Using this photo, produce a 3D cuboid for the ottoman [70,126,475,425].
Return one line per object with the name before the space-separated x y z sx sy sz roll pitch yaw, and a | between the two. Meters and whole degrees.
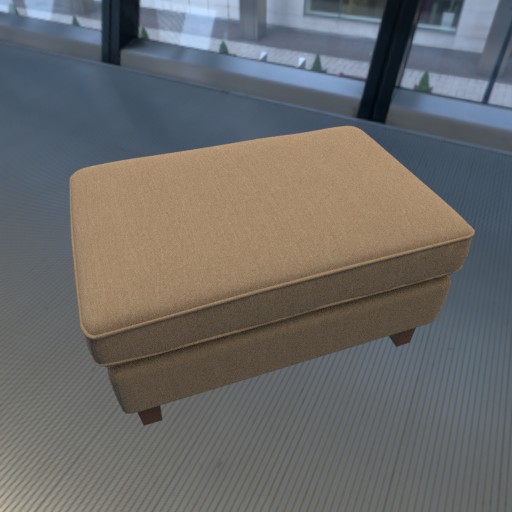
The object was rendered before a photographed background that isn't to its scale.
ottoman | 0.000 0.000 1.291 0.945 0.521 0.636 -13 44 -14
